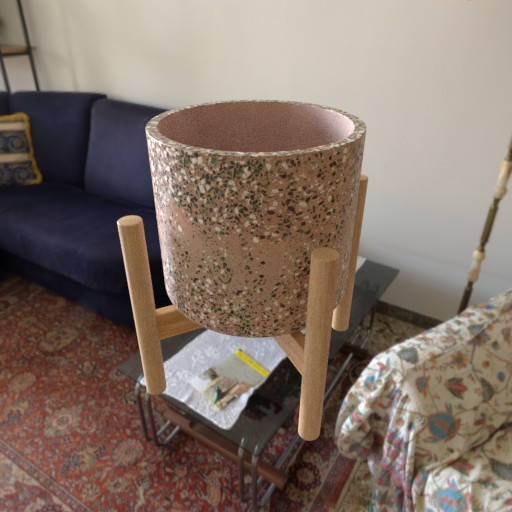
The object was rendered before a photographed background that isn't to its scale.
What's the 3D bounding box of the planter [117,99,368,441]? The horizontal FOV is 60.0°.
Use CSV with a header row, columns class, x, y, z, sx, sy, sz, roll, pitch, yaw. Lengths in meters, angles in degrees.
class,x,y,z,sx,sy,sz,roll,pitch,yaw
planter,0.000,0.000,0.537,0.284,0.320,0.284,-2,31,-3
